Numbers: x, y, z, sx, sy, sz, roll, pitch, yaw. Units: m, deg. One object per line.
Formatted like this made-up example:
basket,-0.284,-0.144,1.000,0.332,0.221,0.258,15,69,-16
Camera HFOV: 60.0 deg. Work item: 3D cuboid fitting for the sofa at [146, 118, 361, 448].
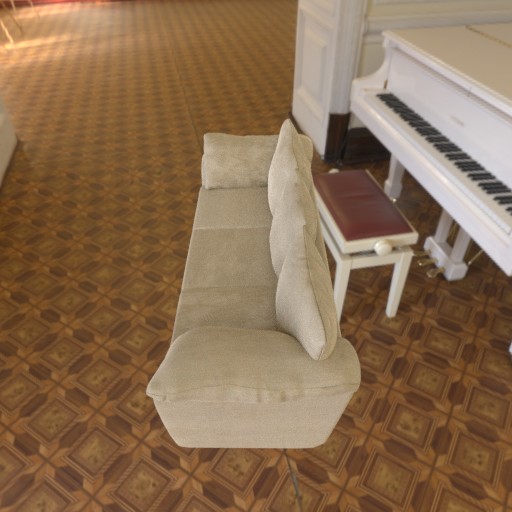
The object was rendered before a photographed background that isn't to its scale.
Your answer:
sofa,0.000,0.000,2.808,0.893,0.981,2.377,0,40,0
